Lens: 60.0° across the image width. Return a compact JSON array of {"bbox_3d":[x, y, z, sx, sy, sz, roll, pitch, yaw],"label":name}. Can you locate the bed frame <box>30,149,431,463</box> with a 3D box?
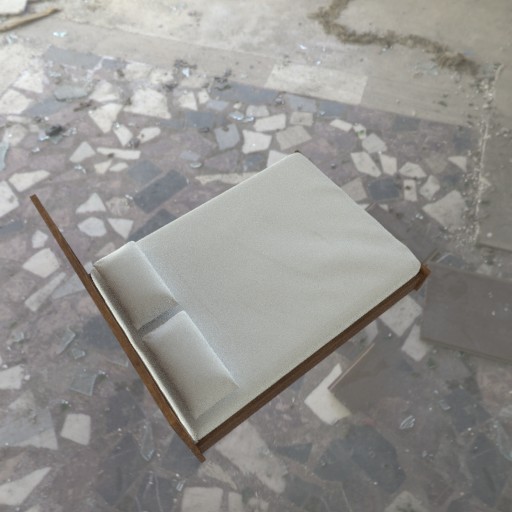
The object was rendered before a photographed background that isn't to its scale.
[{"bbox_3d":[0.000,0.000,3.372,2.276,1.417,1.696,-33,64,-18],"label":"bed frame"}]
